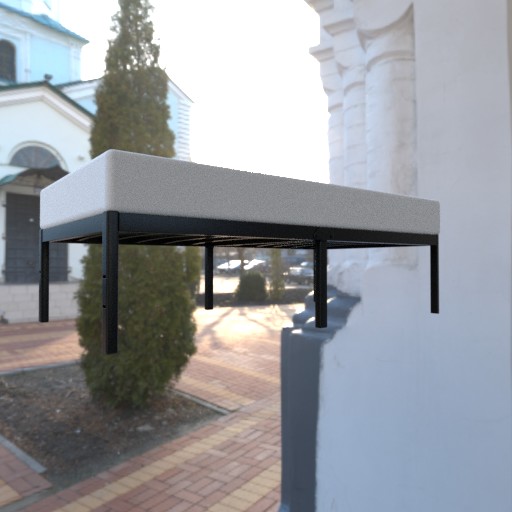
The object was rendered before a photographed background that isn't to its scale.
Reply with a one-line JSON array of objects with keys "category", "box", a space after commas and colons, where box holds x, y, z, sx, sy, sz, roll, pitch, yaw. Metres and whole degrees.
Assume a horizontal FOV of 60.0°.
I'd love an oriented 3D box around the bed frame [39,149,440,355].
[{"category": "bed frame", "box": [0.000, 0.000, 2.391, 1.950, 0.659, 1.023, 1, -1, -37]}]
